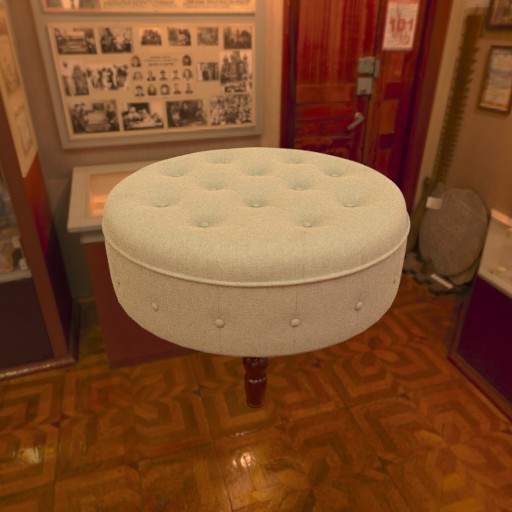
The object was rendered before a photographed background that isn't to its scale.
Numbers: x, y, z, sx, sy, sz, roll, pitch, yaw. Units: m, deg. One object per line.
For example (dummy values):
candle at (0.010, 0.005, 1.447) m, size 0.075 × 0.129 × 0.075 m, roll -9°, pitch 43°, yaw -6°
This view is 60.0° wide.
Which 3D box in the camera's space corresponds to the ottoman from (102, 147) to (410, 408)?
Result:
ottoman at (0.000, 0.000, 1.354) m, size 0.849 × 0.478 × 0.849 m, roll 0°, pitch 29°, yaw 0°
